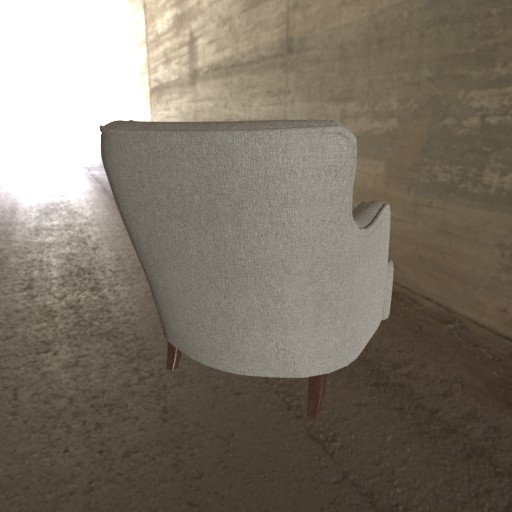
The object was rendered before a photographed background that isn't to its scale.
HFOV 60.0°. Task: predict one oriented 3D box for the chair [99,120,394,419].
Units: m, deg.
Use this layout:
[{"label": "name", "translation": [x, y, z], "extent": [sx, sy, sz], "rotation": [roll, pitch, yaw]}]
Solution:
[{"label": "chair", "translation": [0.000, 0.000, 1.549], "extent": [0.820, 0.920, 0.910], "rotation": [9, 19, 28]}]
